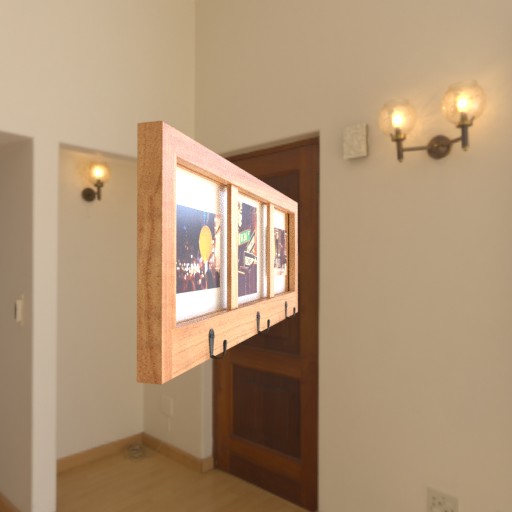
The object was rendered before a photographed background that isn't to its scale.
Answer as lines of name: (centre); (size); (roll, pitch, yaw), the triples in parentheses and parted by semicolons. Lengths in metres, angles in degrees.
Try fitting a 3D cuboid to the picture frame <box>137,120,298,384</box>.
picture frame: (0.000, 0.000, 0.671); (0.045, 0.234, 0.582); (0, -1, 17)
